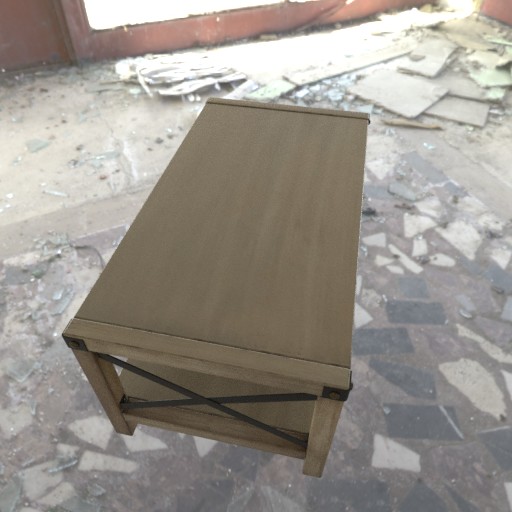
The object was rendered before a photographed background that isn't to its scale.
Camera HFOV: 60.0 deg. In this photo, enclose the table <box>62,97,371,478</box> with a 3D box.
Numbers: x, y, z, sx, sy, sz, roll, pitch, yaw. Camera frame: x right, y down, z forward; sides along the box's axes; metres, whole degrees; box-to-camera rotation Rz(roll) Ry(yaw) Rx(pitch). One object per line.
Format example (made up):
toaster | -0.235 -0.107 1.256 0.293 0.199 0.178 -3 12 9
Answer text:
table | 0.000 0.000 1.306 0.559 0.456 1.016 9 46 8
